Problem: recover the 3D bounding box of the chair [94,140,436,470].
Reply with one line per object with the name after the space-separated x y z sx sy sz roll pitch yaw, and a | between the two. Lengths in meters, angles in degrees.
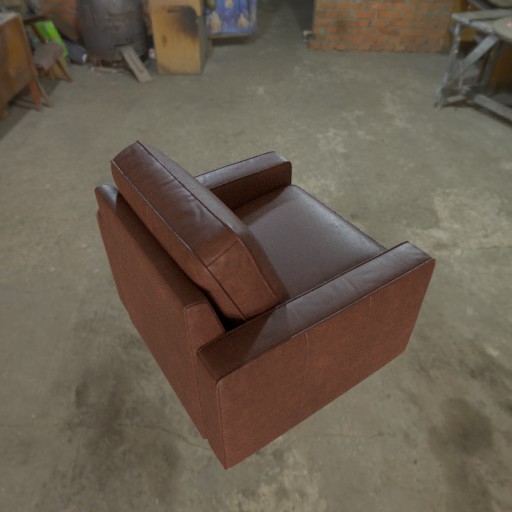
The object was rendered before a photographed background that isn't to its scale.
0.000 0.000 1.773 0.940 0.919 1.017 -24 46 -25 | chair
